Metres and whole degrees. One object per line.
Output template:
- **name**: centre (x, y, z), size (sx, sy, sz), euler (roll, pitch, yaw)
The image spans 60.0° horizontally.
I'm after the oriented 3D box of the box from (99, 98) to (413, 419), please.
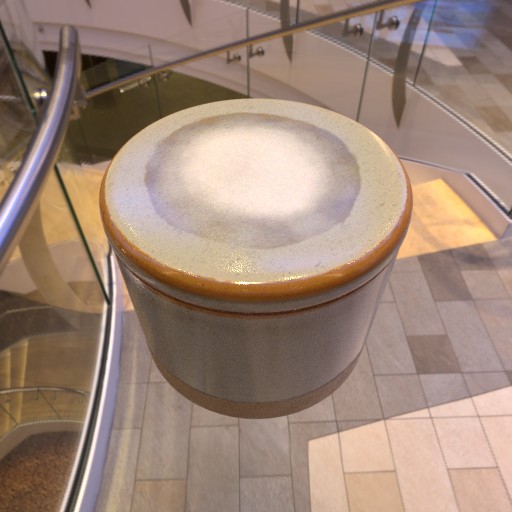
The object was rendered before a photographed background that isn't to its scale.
- **box**: centre (0.000, 0.000, 0.211), size (0.123, 0.100, 0.123), euler (0, 47, 0)
